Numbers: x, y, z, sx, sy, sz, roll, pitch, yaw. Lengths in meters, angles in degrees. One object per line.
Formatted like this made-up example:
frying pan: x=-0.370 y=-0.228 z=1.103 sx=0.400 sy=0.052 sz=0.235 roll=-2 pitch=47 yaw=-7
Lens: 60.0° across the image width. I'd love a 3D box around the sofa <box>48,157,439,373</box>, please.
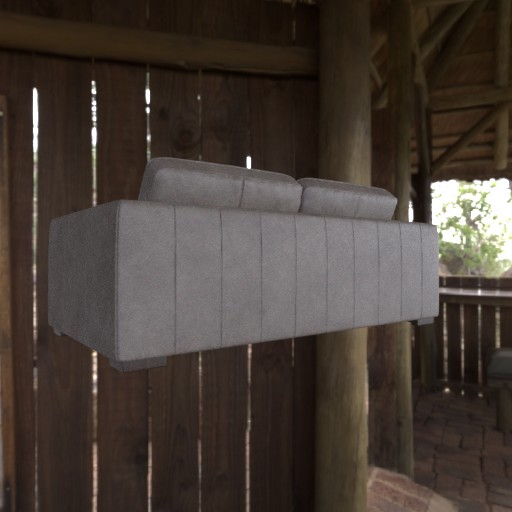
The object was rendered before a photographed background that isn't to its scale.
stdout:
sofa: x=0.000 y=0.000 z=2.438 sx=1.920 sy=0.800 sz=1.070 roll=0 pitch=0 yaw=-37
